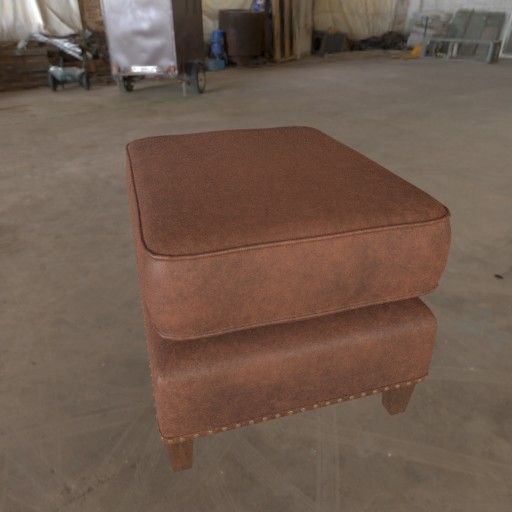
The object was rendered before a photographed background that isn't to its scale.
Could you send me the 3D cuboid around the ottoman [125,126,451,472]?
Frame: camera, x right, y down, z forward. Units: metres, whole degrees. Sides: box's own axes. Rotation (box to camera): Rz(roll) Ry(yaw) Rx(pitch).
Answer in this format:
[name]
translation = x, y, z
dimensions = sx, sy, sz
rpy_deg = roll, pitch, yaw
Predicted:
[ottoman]
translation = 0.000, 0.000, 1.114
dimensions = 0.589, 0.537, 0.738
rpy_deg = -8, 31, -15
